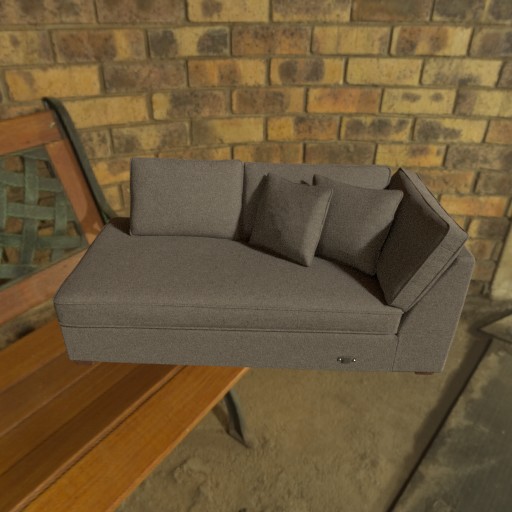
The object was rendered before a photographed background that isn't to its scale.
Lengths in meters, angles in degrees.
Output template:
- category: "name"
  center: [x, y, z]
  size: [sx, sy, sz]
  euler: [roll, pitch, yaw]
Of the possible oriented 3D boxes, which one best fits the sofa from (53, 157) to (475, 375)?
- category: "sofa"
  center: [0.000, 0.000, 2.817]
  size: [2.237, 1.033, 1.110]
  euler: [1, 30, 3]
